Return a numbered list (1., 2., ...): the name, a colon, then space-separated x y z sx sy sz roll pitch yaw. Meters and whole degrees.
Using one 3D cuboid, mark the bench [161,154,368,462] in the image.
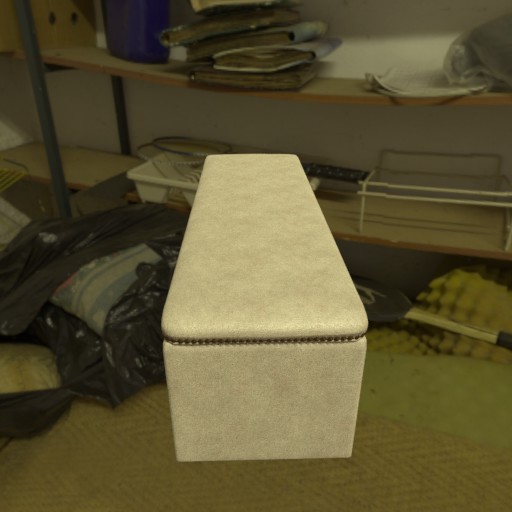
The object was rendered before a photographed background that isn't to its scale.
1. bench: 0.000 0.000 1.700 0.470 0.447 1.482 -1 27 -1
